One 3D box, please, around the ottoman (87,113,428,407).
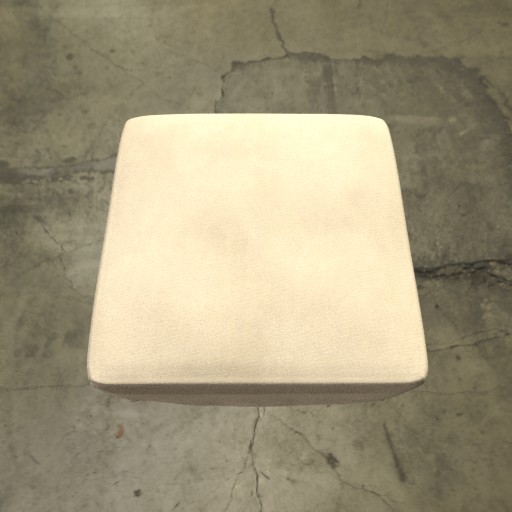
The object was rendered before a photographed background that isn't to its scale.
[{"bbox_3d":[0.000,0.000,1.365,0.843,0.441,0.842,0,65,0],"label":"ottoman"}]
